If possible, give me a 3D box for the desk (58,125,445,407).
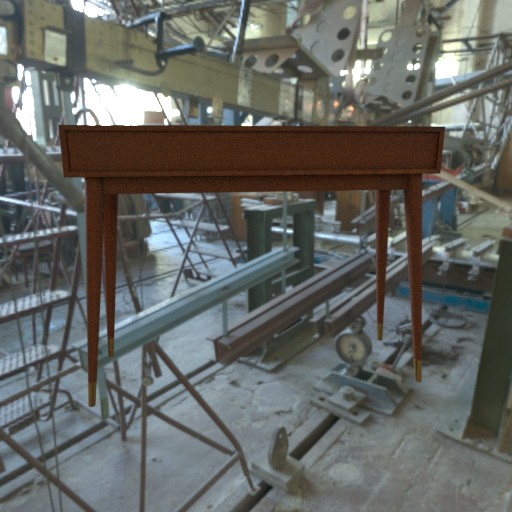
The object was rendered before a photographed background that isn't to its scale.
[{"bbox_3d":[0.000,0.000,1.644,1.204,0.917,0.384,-2,15,-8],"label":"desk"}]
